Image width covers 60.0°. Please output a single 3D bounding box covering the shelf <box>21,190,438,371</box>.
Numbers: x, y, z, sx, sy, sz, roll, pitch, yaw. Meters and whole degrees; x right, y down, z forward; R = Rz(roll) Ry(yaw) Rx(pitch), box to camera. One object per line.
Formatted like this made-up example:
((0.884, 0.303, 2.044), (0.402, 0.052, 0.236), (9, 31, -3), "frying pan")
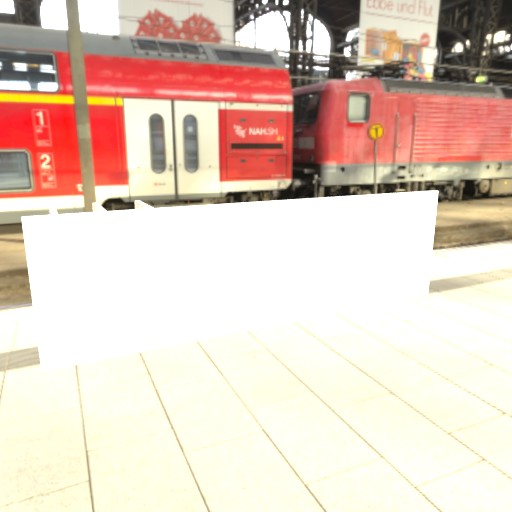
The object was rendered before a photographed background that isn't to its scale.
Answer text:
((0.000, 0.000, 1.122), (1.020, 0.300, 0.200), (-7, 16, -25), "shelf")
